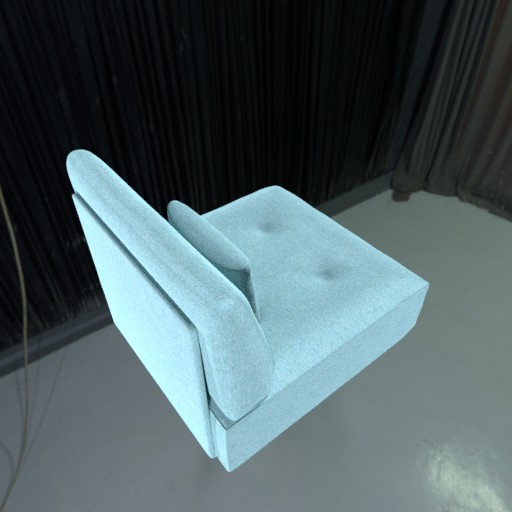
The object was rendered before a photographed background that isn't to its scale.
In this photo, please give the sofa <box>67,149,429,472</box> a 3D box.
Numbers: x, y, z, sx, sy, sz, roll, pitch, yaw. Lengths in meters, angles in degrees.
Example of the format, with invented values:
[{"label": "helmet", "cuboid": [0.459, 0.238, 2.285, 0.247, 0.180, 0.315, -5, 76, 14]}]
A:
[{"label": "sofa", "cuboid": [0.000, 0.000, 1.703, 1.000, 0.820, 0.930, -28, 48, -28]}]
